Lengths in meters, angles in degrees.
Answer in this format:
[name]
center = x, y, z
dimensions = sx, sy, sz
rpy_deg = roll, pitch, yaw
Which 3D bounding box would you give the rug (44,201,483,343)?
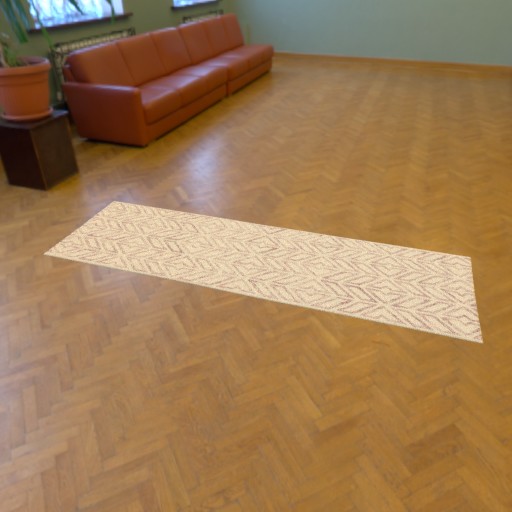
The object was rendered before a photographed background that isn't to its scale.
[rug]
center = 0.000, 0.000, 2.645
dimensions = 2.435, 0.009, 0.750
rpy_deg = 10, 35, 15
